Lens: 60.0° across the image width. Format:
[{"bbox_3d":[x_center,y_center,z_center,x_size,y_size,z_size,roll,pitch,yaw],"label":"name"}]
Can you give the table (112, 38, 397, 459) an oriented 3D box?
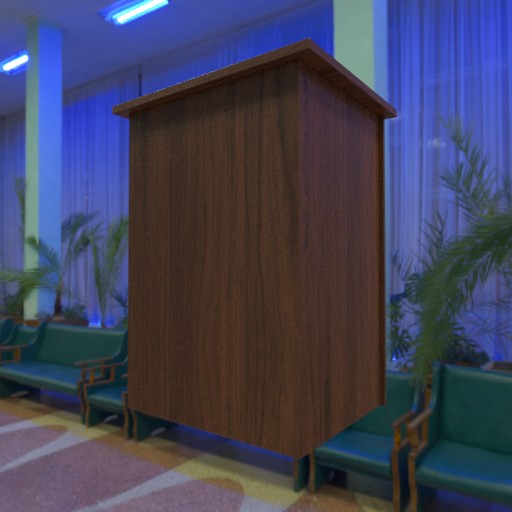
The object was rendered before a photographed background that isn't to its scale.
[{"bbox_3d":[0.000,0.000,0.946,0.480,0.636,0.381,-1,-2,37],"label":"table"}]
